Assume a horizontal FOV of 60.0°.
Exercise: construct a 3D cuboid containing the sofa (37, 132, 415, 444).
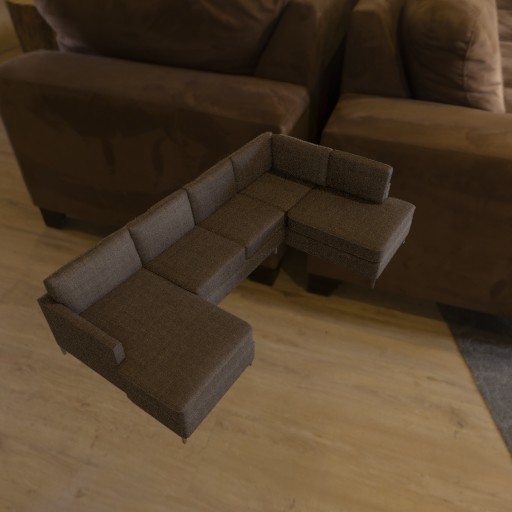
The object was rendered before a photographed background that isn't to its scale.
[{"bbox_3d":[0.000,0.000,4.367,2.048,0.999,3.423,24,46,25],"label":"sofa"}]
